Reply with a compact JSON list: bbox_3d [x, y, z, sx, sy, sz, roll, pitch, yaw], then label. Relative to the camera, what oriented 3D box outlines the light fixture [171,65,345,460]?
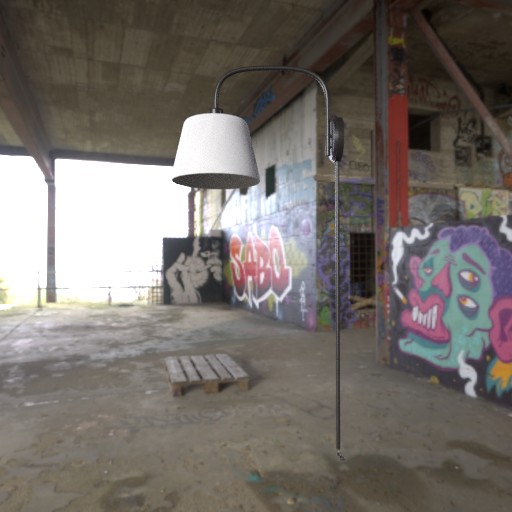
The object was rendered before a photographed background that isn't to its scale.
[{"bbox_3d":[0.000,0.000,0.462,0.176,0.399,0.092,0,-1,1],"label":"light fixture"}]
